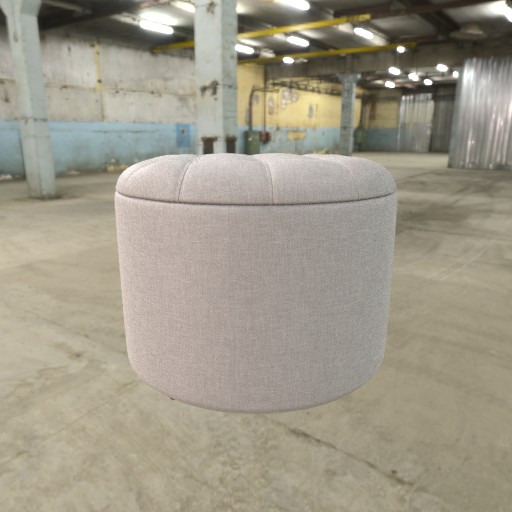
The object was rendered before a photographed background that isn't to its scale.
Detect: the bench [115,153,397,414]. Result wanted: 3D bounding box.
[{"bbox_3d":[0.000,0.000,1.017,0.600,0.453,0.600,0,15,0],"label":"bench"}]
